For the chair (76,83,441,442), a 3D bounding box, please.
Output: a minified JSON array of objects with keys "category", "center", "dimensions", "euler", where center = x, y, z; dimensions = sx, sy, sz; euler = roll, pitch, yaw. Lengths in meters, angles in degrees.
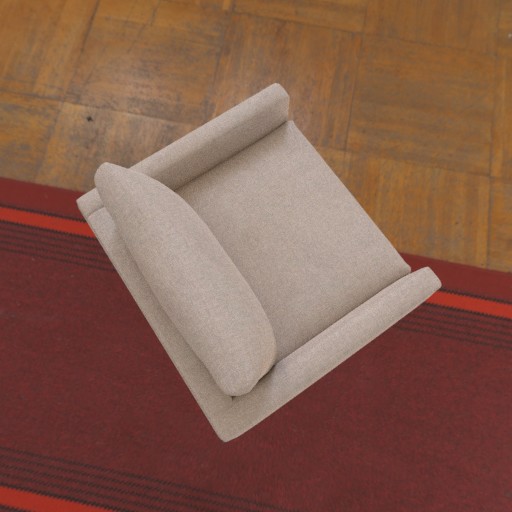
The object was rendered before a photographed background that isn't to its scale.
[{"category":"chair","center":[0.000,0.000,1.646],"dimensions":[0.866,0.861,0.963],"euler":[-33,77,-9]}]
